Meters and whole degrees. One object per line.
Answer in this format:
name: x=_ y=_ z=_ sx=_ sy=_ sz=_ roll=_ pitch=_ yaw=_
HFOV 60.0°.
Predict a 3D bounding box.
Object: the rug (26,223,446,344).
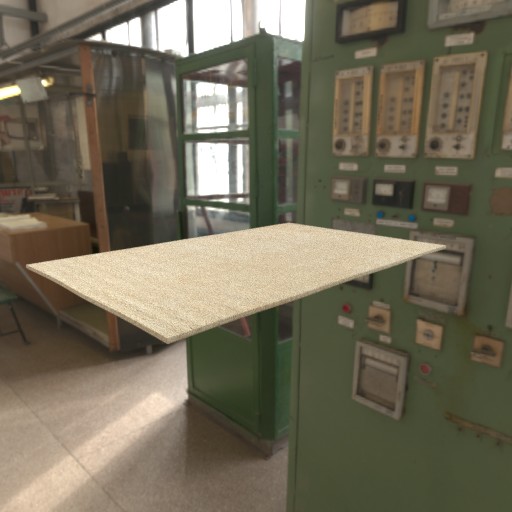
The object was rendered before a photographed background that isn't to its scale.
rug: x=0.000 y=0.000 z=2.903 sx=2.346 sy=0.025 sz=1.500 roll=-12 pitch=18 yaw=-43
